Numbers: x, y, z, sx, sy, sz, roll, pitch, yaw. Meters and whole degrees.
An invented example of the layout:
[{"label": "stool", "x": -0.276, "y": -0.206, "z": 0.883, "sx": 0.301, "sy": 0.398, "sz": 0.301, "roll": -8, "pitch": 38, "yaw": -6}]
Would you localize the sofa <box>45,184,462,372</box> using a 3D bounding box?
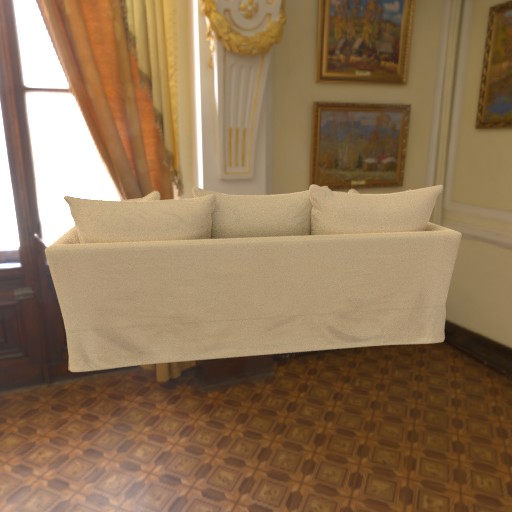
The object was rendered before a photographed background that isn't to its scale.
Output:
[{"label": "sofa", "x": 0.000, "y": 0.000, "z": 3.102, "sx": 2.484, "sy": 1.042, "sz": 1.030, "roll": -2, "pitch": 15, "yaw": -9}]
